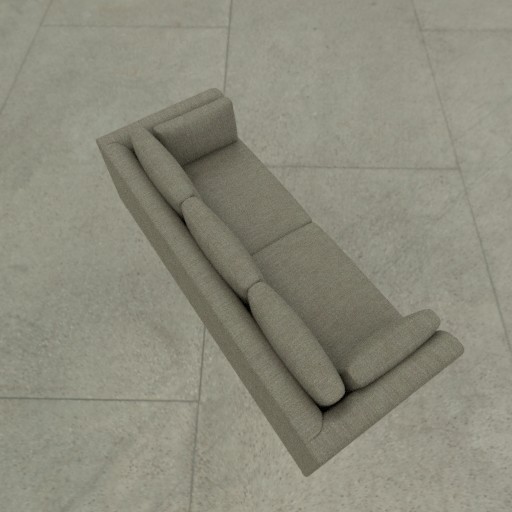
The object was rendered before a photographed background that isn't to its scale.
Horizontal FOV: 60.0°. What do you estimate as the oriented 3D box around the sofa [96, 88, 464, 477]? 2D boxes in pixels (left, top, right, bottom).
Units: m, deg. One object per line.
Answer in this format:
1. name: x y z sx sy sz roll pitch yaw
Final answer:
1. sofa: 0.000 0.000 2.871 0.969 0.867 2.415 -30 64 -17
